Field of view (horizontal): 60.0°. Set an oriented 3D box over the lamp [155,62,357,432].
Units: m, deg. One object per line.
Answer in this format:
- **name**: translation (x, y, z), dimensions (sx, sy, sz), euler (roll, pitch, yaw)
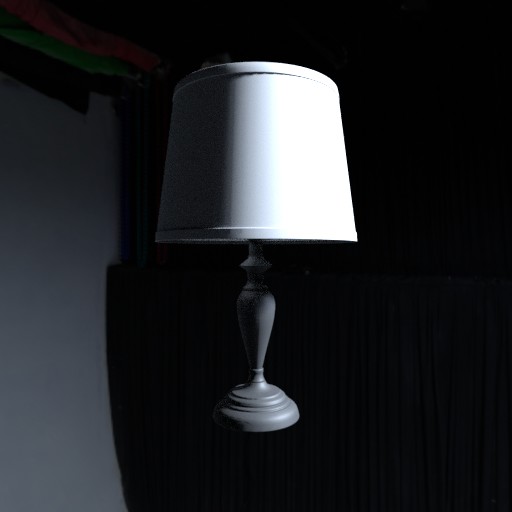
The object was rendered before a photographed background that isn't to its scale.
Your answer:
- **lamp**: translation (0.000, 0.000, 0.697), dimensions (0.310, 0.501, 0.310), euler (0, 0, 0)
